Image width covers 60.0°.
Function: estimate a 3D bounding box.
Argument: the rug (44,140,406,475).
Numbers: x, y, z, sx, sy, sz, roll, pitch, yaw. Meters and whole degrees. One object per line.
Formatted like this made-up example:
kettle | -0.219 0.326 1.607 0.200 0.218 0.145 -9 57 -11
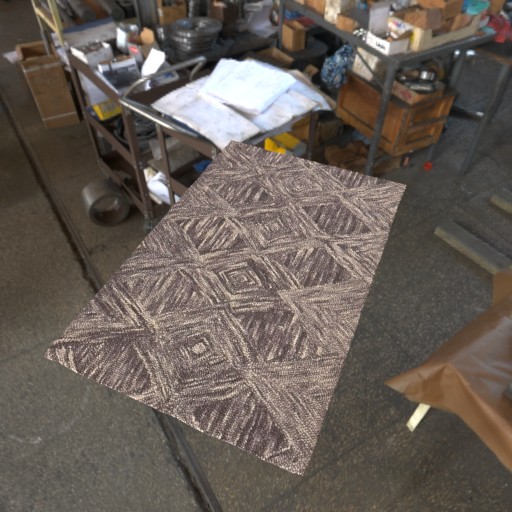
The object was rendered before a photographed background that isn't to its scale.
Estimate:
rug | 0.000 0.000 2.287 1.186 0.012 1.814 18 50 16
